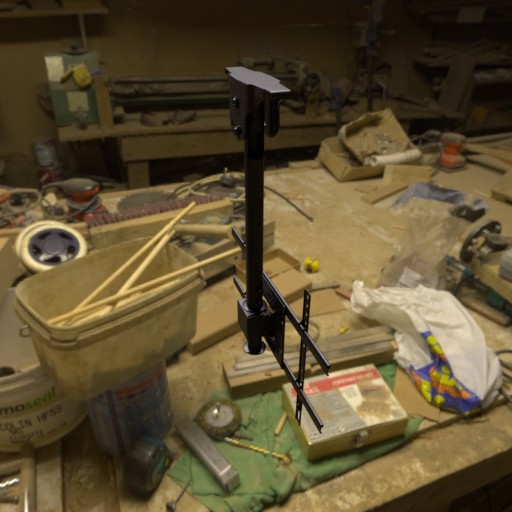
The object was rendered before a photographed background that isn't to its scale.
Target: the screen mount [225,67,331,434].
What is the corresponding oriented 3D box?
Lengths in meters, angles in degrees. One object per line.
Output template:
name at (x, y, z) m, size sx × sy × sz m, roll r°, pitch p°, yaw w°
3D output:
screen mount at (0.000, 0.000, 1.022) m, size 0.090 × 0.775 × 0.595 m, roll -11°, pitch 34°, yaw -17°
